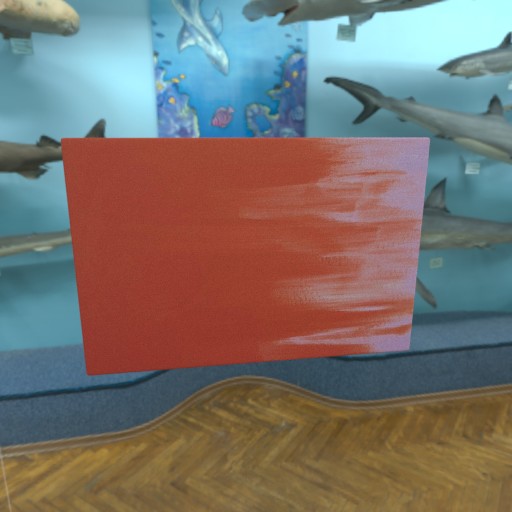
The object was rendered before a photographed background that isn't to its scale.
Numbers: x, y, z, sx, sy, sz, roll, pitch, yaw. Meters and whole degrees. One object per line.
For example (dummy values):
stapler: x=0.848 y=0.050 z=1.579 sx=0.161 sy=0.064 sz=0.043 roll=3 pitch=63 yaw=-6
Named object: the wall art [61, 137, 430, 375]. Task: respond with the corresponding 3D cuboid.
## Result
wall art: x=0.000 y=0.000 z=1.181 sx=0.913 sy=0.609 sz=0.040 roll=-2 pitch=15 yaw=-9
